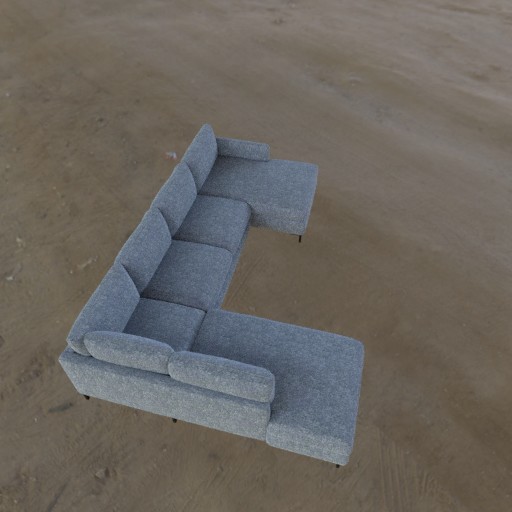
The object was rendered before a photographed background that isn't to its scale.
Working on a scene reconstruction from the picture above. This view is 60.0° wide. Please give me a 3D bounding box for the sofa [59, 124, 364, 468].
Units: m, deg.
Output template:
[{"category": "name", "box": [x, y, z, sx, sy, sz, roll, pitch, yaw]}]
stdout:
[{"category": "sofa", "box": [0.000, 0.000, 3.615, 1.879, 0.756, 2.737, 11, 48, 10]}]
